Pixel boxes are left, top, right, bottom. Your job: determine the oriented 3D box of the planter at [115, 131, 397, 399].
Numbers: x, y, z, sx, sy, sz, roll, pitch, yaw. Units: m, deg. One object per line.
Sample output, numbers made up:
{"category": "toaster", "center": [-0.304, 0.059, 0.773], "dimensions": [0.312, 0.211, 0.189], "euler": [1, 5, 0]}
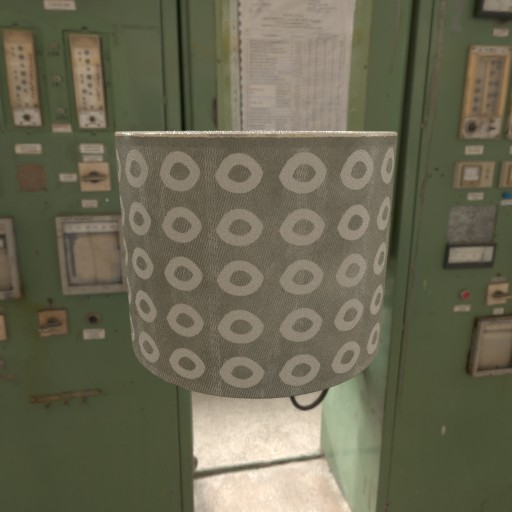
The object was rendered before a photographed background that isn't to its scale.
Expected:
{"category": "planter", "center": [0.000, 0.000, 0.336], "dimensions": [0.190, 0.181, 0.190], "euler": [0, 16, 0]}
